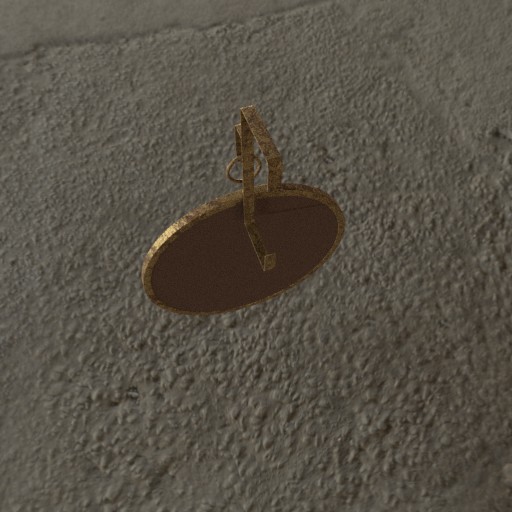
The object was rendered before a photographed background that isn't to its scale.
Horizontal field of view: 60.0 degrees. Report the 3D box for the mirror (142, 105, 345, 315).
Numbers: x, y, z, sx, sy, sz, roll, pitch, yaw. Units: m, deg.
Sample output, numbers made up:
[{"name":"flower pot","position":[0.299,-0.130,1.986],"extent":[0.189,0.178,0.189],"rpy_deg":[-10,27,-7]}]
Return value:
[{"name":"mirror","position":[0.000,0.000,0.841],"extent":[0.447,0.651,0.144],"rpy_deg":[-17,60,-10]}]
